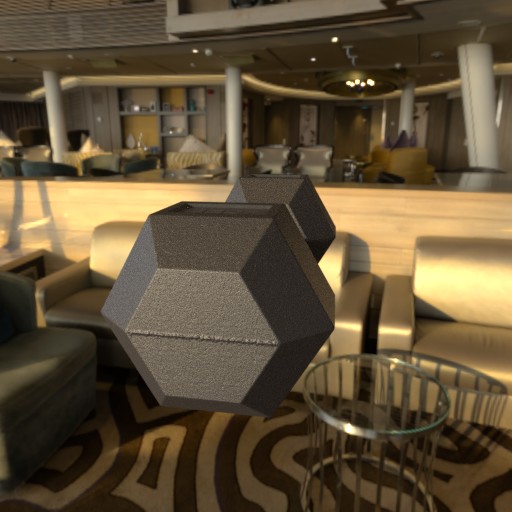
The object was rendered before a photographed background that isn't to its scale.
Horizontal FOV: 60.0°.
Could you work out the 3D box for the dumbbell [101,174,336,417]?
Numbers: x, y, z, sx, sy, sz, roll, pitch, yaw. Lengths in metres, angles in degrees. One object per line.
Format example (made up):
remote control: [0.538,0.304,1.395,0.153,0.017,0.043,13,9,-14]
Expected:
dumbbell: [0.000,0.000,0.366,0.129,0.113,0.315,3,15,10]
